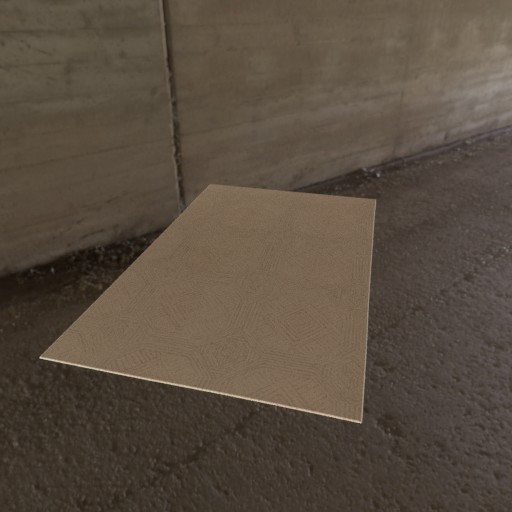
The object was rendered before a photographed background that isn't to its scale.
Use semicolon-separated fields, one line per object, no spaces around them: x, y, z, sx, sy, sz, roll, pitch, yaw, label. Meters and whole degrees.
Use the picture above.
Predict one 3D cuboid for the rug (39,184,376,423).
0.000;0.000;2.993;1.524;0.008;2.440;7;30;13;rug
